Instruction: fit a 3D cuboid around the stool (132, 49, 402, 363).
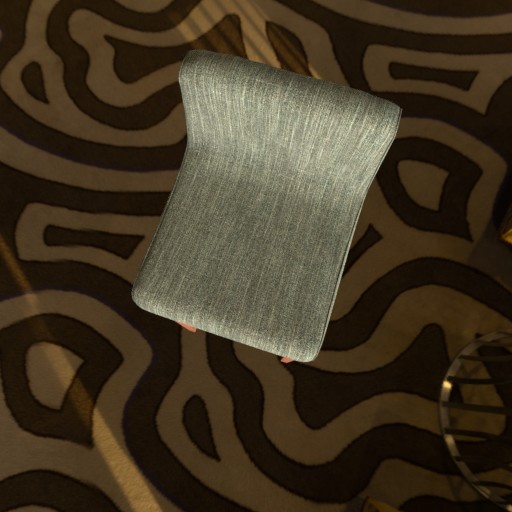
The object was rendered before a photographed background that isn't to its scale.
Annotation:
[{"bbox_3d":[0.000,0.000,1.226,0.426,0.965,0.499,17,75,5],"label":"stool"}]
